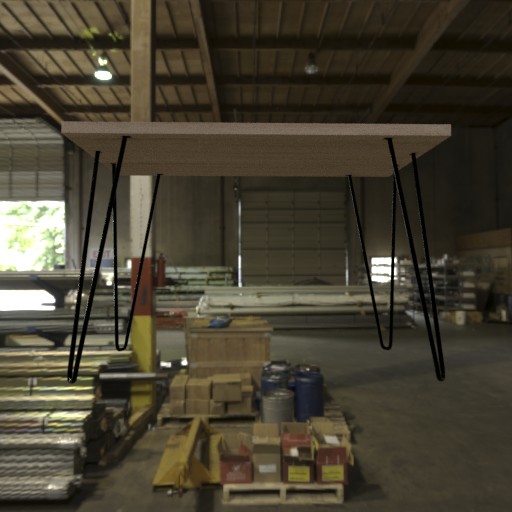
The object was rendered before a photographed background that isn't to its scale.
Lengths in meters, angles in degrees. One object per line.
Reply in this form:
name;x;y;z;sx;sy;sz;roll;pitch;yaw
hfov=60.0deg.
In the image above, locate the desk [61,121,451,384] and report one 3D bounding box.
desk;0.000;0.000;1.366;0.991;0.660;0.499;0;-2;-1
